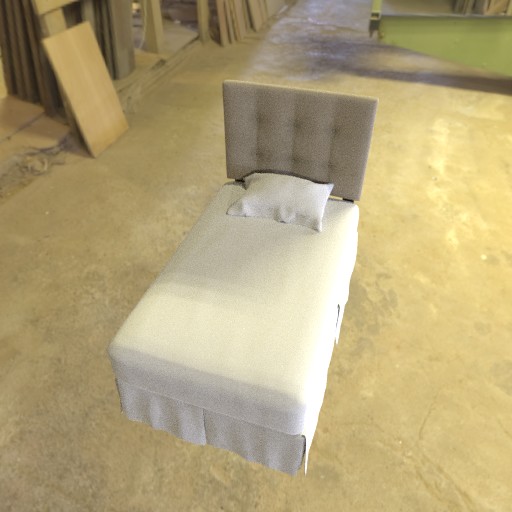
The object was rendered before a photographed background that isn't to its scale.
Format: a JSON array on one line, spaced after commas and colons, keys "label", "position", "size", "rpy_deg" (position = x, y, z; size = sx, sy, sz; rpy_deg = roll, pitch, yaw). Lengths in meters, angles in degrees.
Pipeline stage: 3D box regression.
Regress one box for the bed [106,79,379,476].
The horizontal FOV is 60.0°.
[{"label": "bed", "position": [0.000, 0.000, 2.974], "size": [1.261, 1.571, 1.997], "rpy_deg": [12, 43, 14]}]
